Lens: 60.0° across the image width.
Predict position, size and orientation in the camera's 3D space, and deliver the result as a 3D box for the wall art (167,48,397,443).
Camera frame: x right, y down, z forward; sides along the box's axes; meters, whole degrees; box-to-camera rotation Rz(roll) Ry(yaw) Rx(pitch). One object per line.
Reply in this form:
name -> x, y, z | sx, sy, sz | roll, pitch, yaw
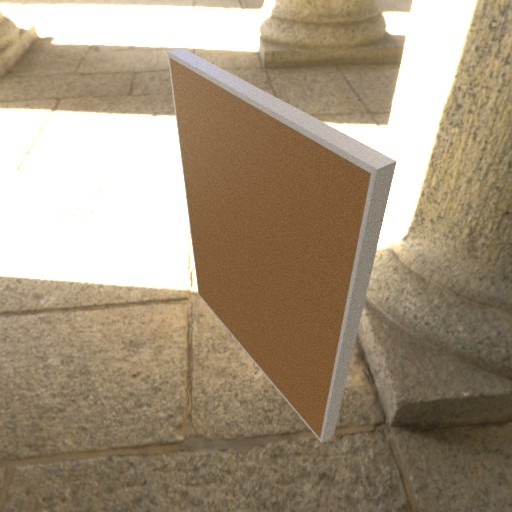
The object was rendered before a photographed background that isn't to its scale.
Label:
wall art -> 0.000, 0.000, 0.744 | 0.030, 0.549, 0.443 | -25, 47, -26
